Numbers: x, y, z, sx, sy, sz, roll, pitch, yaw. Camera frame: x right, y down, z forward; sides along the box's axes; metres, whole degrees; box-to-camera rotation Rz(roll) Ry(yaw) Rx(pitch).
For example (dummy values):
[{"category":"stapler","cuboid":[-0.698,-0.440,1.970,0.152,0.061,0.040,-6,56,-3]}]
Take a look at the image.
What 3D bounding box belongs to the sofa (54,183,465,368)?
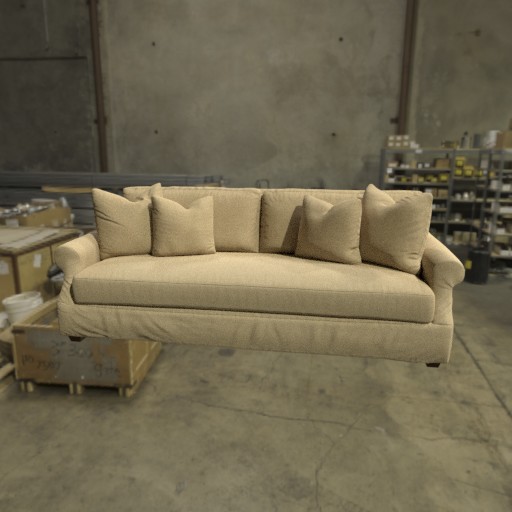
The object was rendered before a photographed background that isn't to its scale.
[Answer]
[{"category":"sofa","cuboid":[0.000,0.000,2.808,2.285,0.904,1.067,2,13,9]}]
